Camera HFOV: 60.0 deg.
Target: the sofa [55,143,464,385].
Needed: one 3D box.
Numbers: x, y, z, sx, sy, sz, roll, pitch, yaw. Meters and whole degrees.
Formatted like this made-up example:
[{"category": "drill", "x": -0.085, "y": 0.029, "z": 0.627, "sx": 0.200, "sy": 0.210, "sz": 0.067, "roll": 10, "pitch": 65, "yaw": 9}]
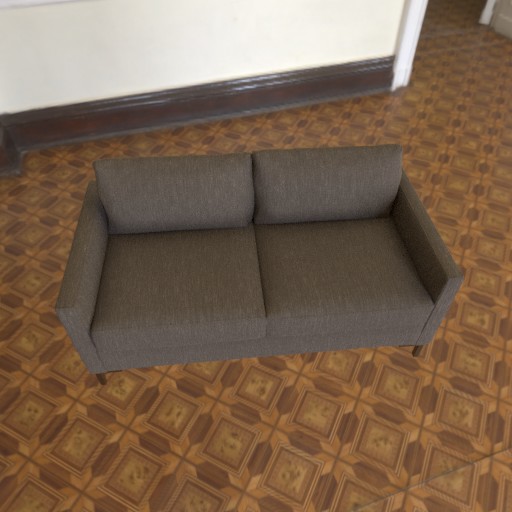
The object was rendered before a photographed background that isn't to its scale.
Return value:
[{"category": "sofa", "x": 0.000, "y": 0.000, "z": 2.192, "sx": 1.682, "sy": 0.840, "sz": 0.875, "roll": -4, "pitch": 46, "yaw": -4}]
